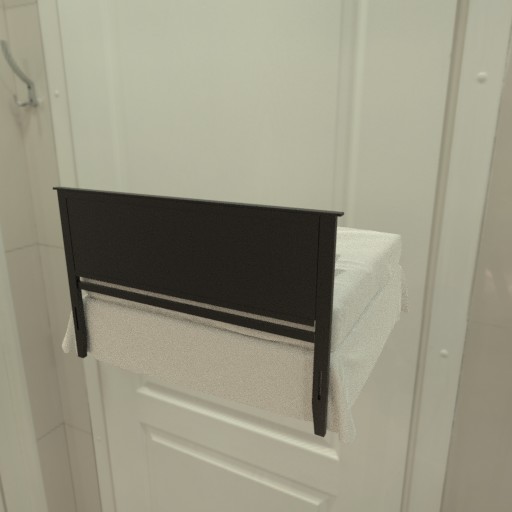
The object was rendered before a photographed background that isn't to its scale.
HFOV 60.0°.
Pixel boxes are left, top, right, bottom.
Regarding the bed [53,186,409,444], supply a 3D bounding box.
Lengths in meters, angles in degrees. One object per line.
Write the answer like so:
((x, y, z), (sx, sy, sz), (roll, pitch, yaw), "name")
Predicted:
((0.000, 0.000, 3.663), (2.315, 1.271, 2.219), (8, 18, 26), "bed")
